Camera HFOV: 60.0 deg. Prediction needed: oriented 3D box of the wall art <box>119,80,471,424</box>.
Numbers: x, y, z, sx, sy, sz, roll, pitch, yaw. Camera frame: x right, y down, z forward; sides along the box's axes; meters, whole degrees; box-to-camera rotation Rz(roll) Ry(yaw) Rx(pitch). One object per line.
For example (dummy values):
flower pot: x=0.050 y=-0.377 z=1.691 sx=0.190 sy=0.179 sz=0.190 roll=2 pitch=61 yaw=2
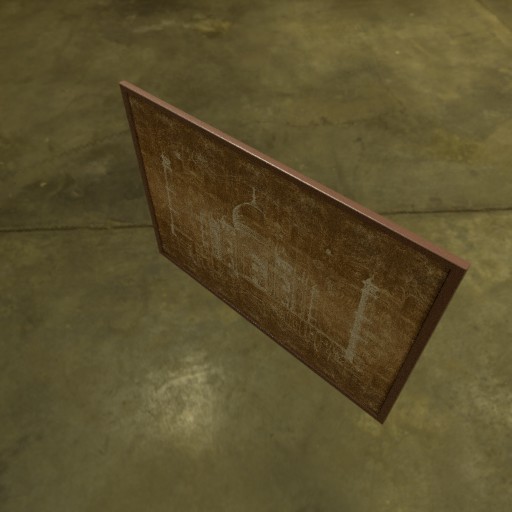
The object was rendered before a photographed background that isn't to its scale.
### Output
wall art: x=0.000 y=0.000 z=0.825 sx=0.660 sy=0.455 sz=0.014 roll=34 pitch=56 yaw=27
